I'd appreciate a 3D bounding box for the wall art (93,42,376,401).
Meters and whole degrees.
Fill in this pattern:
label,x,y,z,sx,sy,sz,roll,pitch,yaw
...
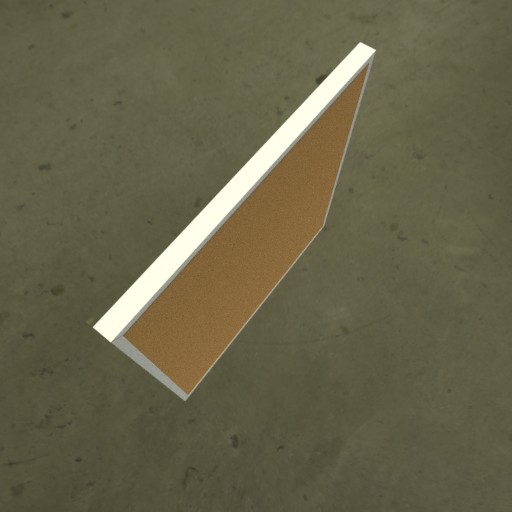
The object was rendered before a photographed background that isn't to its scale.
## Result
label,x,y,z,sx,sy,sz,roll,pitch,yaw
wall art,0.000,0.000,1.136,0.038,0.762,0.762,35,70,15
